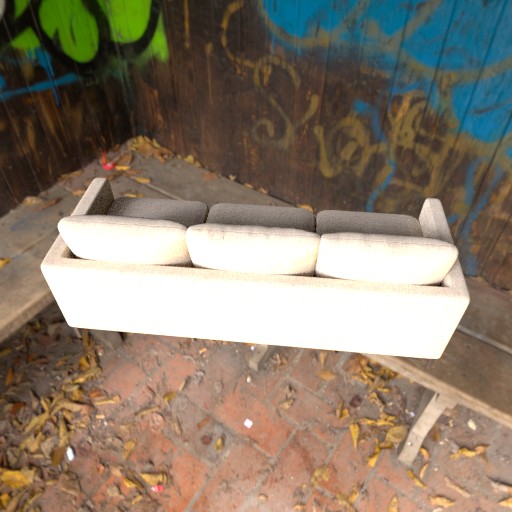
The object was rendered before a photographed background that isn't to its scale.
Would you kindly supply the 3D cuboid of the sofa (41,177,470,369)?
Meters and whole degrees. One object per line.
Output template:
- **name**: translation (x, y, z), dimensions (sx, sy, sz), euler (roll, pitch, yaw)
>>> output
- **sofa**: translation (0.000, 0.000, 2.703), dimensions (2.218, 0.874, 0.859), euler (4, 45, 4)
